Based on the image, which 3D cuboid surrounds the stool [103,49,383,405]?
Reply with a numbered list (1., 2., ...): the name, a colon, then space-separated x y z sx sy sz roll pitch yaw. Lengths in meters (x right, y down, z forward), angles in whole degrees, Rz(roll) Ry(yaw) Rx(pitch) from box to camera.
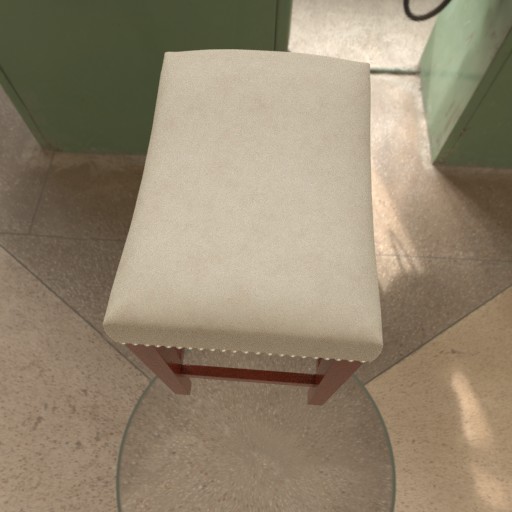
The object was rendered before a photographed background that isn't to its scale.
1. stool: 0.000 0.000 0.924 0.375 0.632 0.509 4 65 2
